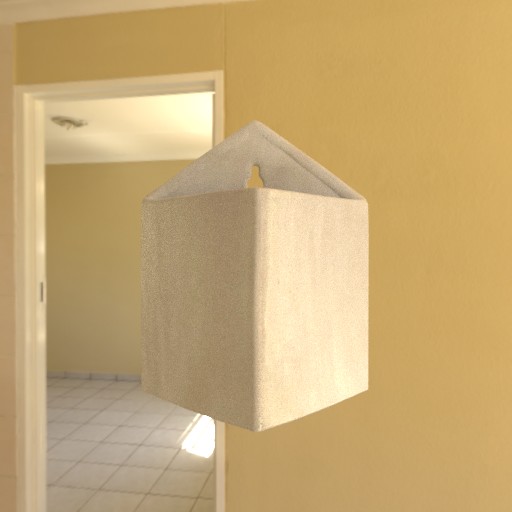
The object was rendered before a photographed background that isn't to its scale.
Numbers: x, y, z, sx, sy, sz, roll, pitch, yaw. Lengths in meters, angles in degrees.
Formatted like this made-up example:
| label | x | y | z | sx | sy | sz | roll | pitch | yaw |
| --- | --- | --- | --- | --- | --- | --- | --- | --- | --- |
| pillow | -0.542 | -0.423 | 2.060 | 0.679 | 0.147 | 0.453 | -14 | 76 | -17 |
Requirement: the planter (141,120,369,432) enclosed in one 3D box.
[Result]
| label | x | y | z | sx | sy | sz | roll | pitch | yaw |
| --- | --- | --- | --- | --- | --- | --- | --- | --- | --- |
| planter | 0.000 | 0.000 | 0.282 | 0.163 | 0.194 | 0.080 | 0 | 1 | -1 |
